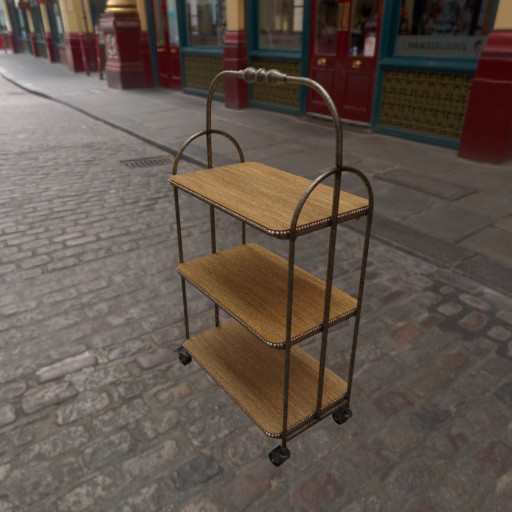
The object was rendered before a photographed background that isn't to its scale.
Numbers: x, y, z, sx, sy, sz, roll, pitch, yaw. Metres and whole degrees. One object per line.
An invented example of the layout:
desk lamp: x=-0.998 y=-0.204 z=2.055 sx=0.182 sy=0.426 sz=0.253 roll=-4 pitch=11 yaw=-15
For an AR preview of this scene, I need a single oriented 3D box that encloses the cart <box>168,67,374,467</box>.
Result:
cart: x=0.000 y=0.000 z=1.342 sx=0.330 sy=1.052 sz=0.650 roll=-18 pitch=31 yaw=-32
